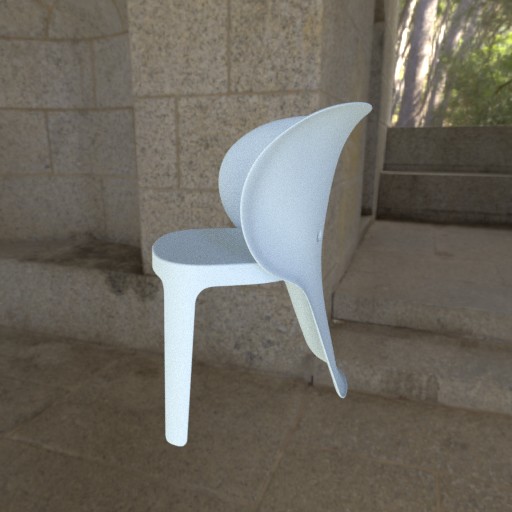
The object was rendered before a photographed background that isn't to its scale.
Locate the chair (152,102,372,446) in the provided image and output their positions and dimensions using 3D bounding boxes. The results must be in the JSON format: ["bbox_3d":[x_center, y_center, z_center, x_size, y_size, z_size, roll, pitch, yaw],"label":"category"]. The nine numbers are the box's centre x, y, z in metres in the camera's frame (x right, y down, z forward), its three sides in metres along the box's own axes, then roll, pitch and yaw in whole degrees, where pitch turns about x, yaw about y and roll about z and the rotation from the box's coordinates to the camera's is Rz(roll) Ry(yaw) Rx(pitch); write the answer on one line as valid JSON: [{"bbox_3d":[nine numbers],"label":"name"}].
[{"bbox_3d":[0.000,0.000,0.880,0.402,0.554,0.451,-2,14,-9],"label":"chair"}]
